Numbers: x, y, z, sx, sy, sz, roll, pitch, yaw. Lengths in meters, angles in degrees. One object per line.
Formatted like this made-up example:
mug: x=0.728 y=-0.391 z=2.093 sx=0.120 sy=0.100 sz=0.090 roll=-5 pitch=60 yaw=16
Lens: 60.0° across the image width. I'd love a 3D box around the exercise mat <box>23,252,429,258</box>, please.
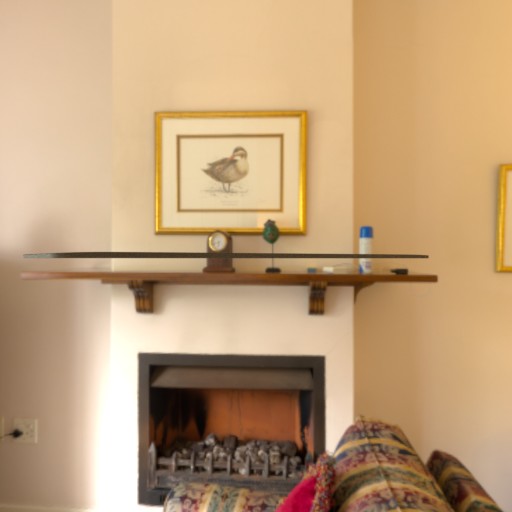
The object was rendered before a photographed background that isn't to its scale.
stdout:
exercise mat: x=0.000 y=0.000 z=2.059 sx=1.869 sy=0.021 sz=0.616 roll=0 pitch=0 yaw=-35
